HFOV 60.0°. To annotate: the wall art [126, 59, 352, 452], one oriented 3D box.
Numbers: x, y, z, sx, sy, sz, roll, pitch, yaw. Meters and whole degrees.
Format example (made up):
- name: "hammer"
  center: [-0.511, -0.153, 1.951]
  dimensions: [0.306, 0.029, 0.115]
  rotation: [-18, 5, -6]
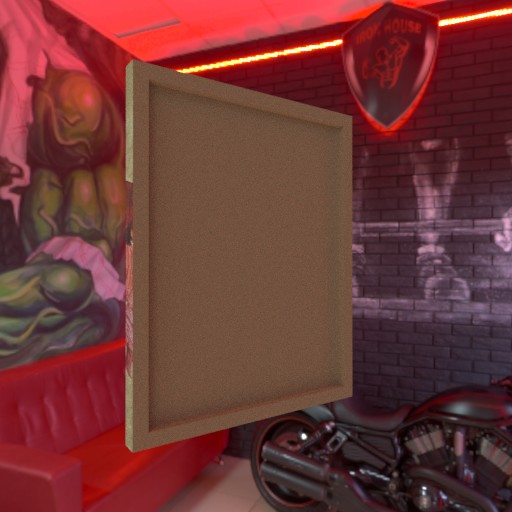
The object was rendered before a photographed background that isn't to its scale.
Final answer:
- name: "wall art"
  center: [0.000, 0.000, 0.698]
  dimensions: [0.406, 0.508, 0.028]
  rotation: [0, 0, -35]
